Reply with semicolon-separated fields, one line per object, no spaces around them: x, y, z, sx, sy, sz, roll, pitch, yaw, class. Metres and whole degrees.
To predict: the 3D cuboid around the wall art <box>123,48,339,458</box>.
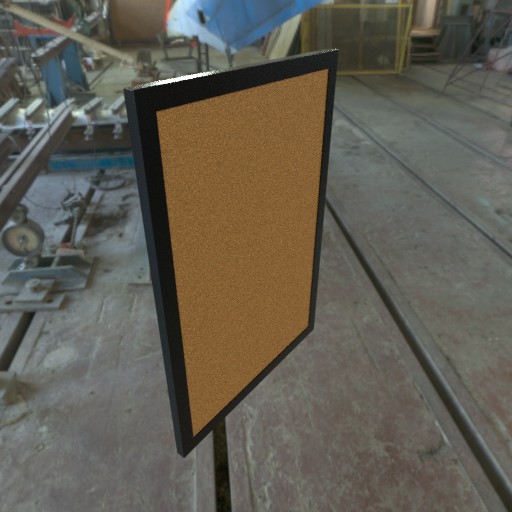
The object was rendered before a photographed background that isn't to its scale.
0.000;0.000;0.818;0.019;0.656;0.462;22;38;32;wall art
